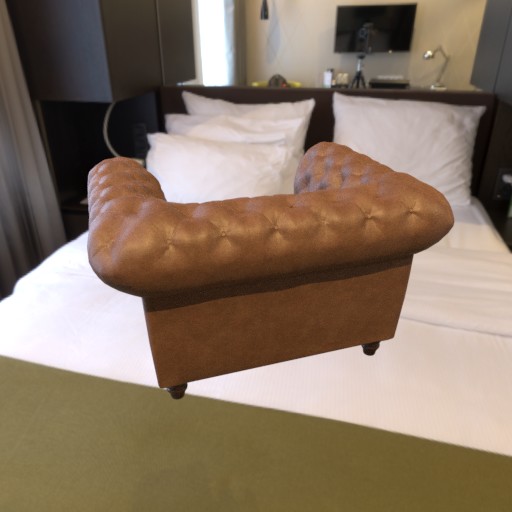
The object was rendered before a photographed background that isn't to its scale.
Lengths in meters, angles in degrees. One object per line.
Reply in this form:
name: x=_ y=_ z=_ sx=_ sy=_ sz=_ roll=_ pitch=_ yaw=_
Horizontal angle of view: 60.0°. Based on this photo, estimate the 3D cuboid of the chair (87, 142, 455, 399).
chair: x=0.000 y=0.000 z=1.903 sx=1.298 sy=0.784 sz=0.954 roll=-8 pitch=28 yaw=-16
